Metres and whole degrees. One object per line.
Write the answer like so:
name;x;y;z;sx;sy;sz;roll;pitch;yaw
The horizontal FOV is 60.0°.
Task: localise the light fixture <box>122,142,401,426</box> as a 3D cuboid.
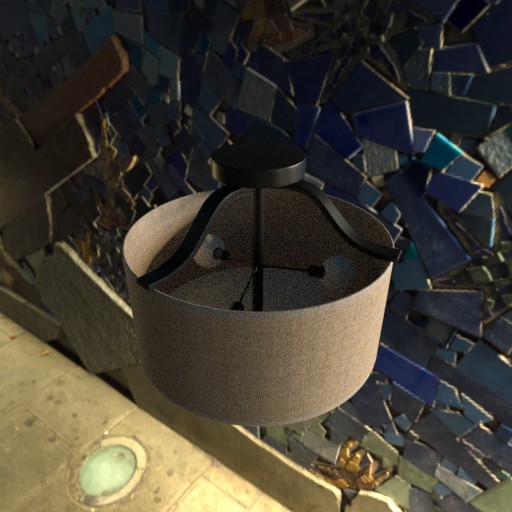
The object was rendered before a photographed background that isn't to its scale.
light fixture;0.000;0.000;0.658;0.390;0.306;0.390;0;30;0
